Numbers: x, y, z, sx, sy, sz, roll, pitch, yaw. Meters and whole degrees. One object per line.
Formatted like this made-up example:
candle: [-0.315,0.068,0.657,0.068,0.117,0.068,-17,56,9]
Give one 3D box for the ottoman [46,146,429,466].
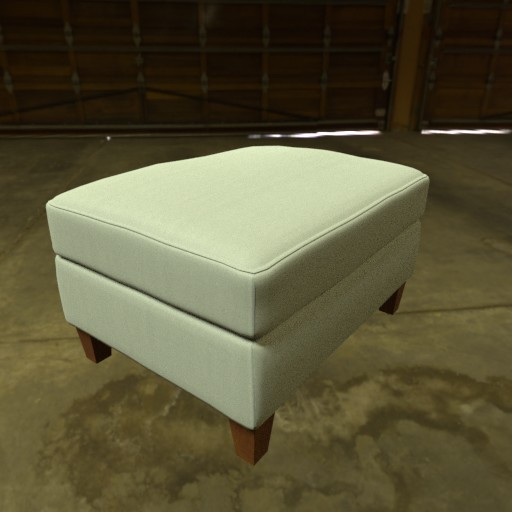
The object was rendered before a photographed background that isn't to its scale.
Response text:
ottoman: [0.000,0.000,1.189,0.634,0.496,0.818,17,29,34]
